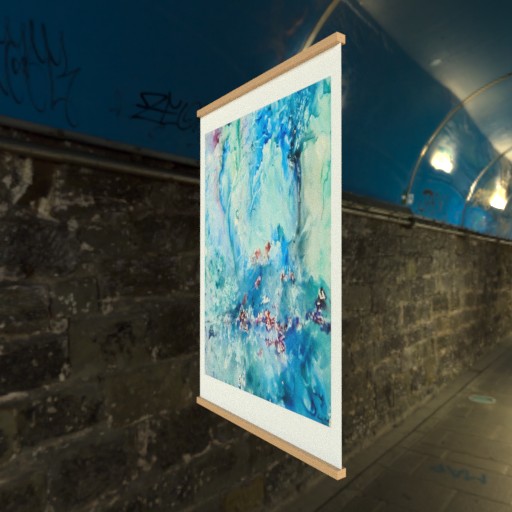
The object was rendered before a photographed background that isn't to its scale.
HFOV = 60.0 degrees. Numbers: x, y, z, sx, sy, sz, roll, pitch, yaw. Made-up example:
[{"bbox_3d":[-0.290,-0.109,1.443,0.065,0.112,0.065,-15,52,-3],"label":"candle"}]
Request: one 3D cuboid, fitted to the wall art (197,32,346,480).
[{"bbox_3d":[0.000,0.000,1.288,0.027,1.020,0.669,0,-1,-36],"label":"wall art"}]
